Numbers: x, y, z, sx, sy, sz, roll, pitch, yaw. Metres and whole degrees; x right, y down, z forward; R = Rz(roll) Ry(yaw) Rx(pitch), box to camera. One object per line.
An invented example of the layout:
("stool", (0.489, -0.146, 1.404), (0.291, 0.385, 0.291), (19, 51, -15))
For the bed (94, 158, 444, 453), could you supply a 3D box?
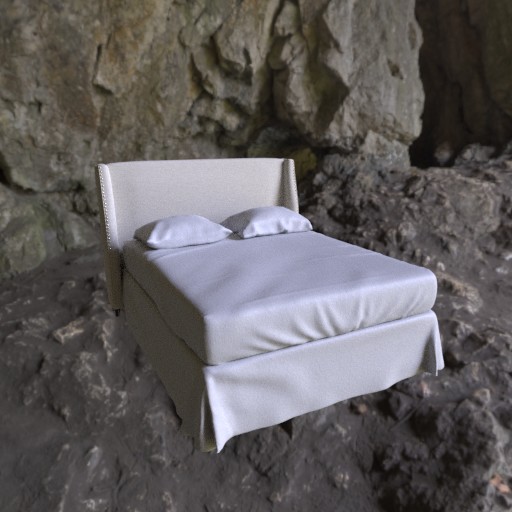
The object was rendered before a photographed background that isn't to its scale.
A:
("bed", (0.000, 0.000, 3.368), (1.925, 1.332, 2.276), (-8, 17, -26))
